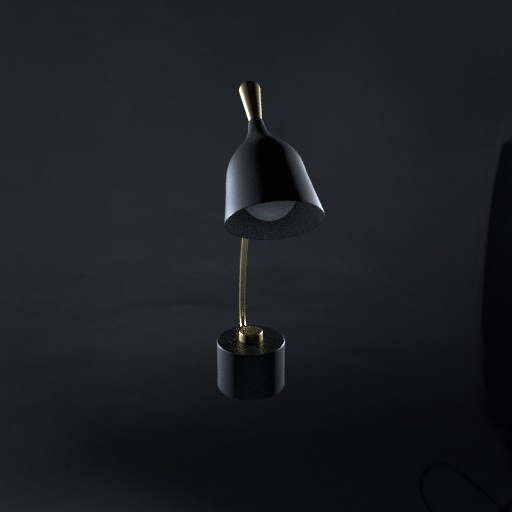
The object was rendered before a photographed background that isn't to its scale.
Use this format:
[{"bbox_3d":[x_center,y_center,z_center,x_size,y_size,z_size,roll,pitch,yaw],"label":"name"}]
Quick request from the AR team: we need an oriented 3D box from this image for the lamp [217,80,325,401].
[{"bbox_3d":[0.000,0.000,0.615,0.110,0.464,0.352,-2,16,-8],"label":"lamp"}]
